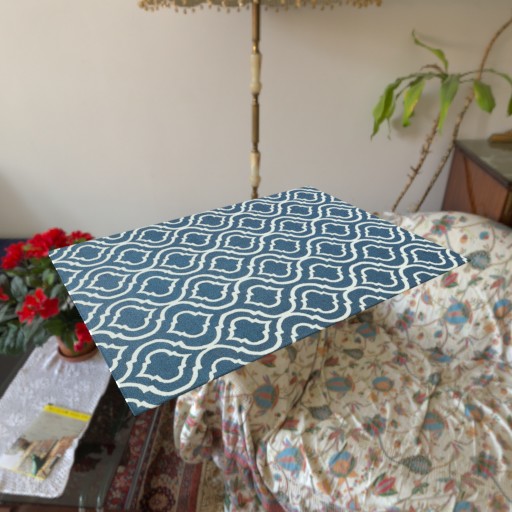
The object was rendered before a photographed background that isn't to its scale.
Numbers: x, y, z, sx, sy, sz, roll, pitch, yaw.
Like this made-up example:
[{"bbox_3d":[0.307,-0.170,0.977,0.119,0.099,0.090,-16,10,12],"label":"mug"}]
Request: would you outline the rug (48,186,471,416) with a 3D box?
[{"bbox_3d":[0.000,0.000,4.323,3.353,0.010,2.438,-18,34,-29],"label":"rug"}]
